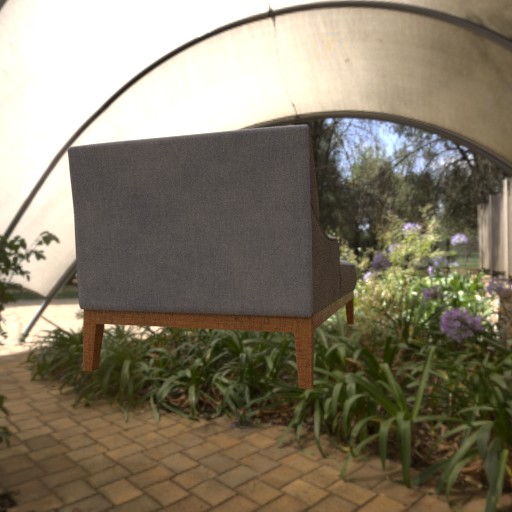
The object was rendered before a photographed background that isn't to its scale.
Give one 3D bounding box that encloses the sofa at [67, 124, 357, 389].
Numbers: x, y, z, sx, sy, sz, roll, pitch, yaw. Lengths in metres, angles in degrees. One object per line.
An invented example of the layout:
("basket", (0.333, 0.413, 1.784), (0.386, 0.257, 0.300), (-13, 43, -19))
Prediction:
("sofa", (0.000, 0.000, 2.300), (0.904, 0.883, 1.779), (0, -1, 17))
